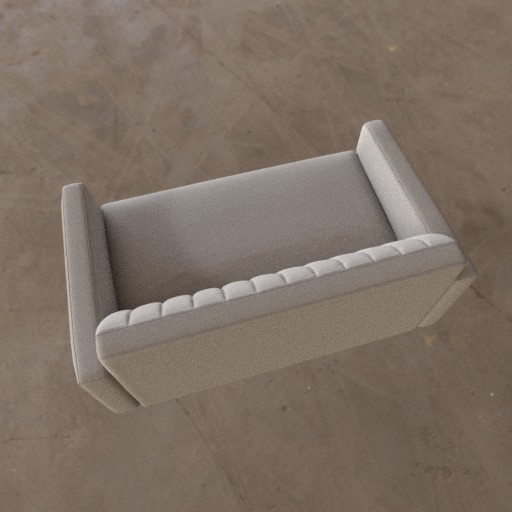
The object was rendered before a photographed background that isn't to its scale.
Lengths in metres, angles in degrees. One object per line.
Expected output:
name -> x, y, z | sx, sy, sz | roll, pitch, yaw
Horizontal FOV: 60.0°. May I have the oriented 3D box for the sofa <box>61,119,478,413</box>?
sofa -> 0.000, 0.000, 2.077 | 1.585, 0.801, 0.950 | -14, 60, -8
